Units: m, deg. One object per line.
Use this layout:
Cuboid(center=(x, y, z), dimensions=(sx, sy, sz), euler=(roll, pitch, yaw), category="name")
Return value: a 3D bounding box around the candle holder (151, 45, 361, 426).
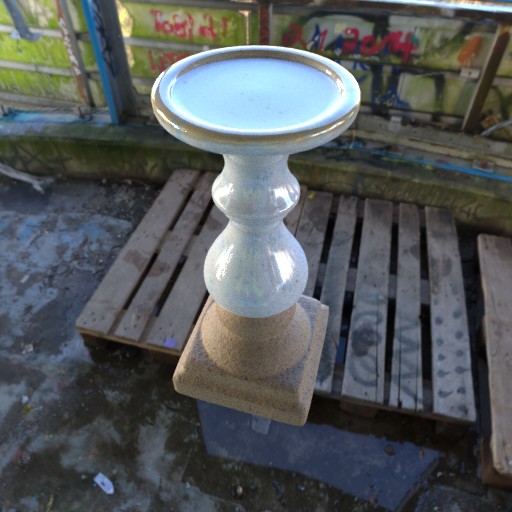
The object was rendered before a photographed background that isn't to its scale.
Cuboid(center=(0.000, 0.000, 0.300), dimensions=(0.110, 0.239, 0.110), euler=(12, 47, 11), category="candle holder")
